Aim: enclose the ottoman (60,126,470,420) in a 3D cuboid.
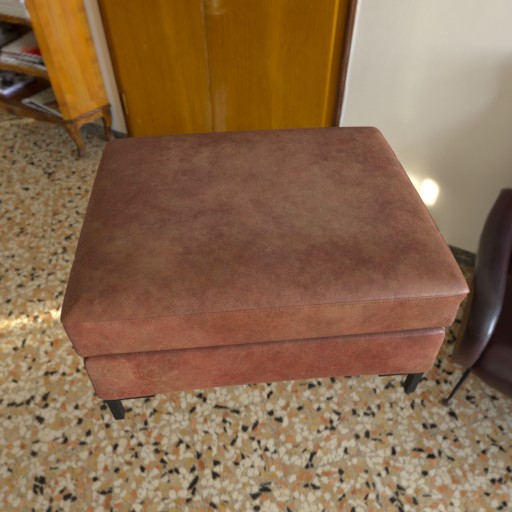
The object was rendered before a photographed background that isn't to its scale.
[{"bbox_3d":[0.000,0.000,1.759,1.186,0.667,0.965,-4,45,-4],"label":"ottoman"}]
